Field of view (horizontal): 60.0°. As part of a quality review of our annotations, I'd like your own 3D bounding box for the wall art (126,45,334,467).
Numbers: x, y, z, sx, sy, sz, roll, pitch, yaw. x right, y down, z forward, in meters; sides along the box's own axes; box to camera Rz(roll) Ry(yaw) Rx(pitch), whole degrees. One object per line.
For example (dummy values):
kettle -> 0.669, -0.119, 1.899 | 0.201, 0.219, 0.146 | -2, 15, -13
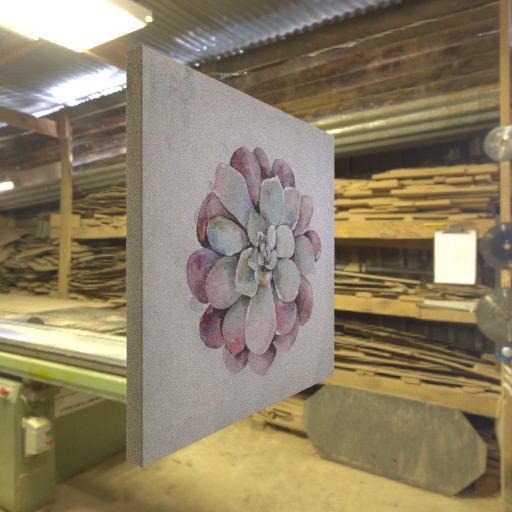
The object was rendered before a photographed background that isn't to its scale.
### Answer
wall art -> 0.000, 0.000, 0.889 | 0.044, 0.605, 0.605 | 0, 0, 37
